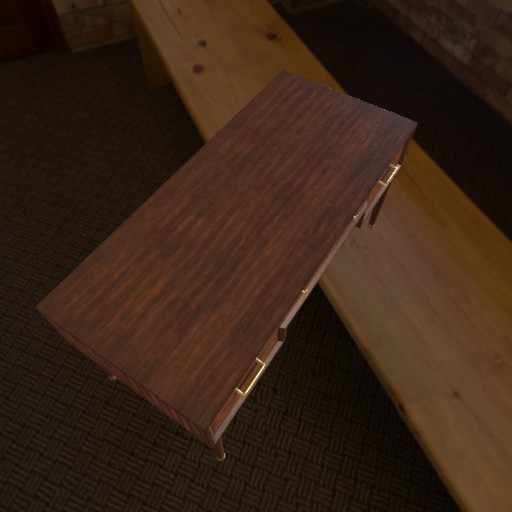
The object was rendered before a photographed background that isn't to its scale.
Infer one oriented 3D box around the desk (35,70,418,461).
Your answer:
[{"bbox_3d":[0.000,0.000,2.048,0.724,0.762,1.575,29,61,18],"label":"desk"}]
